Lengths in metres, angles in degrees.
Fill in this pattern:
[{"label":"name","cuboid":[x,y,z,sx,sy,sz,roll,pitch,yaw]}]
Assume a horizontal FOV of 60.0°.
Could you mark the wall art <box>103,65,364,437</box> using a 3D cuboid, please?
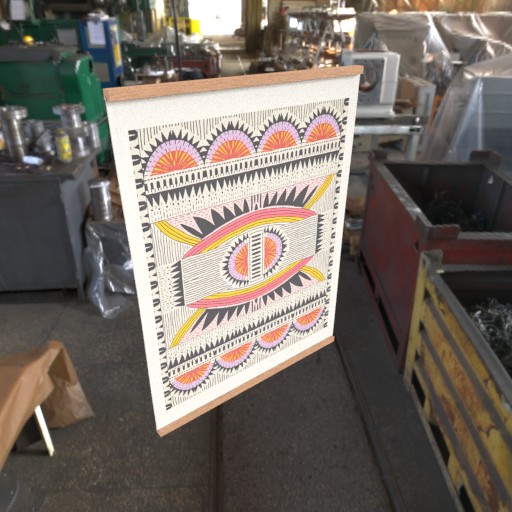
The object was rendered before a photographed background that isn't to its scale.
[{"label":"wall art","cuboid":[0.000,0.000,1.336,0.765,1.016,0.028,-20,35,-32]}]
